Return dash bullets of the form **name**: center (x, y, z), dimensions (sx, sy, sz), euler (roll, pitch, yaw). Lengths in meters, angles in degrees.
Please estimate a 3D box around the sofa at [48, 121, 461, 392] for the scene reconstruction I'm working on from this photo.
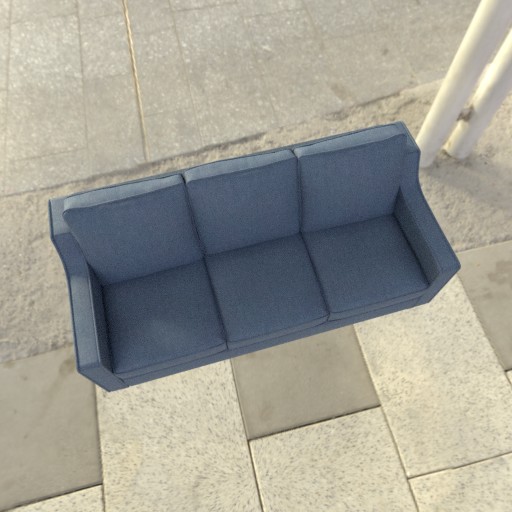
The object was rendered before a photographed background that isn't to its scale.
- **sofa**: center (0.000, 0.000, 2.515), dimensions (1.986, 0.974, 0.911), euler (-14, 64, -7)
